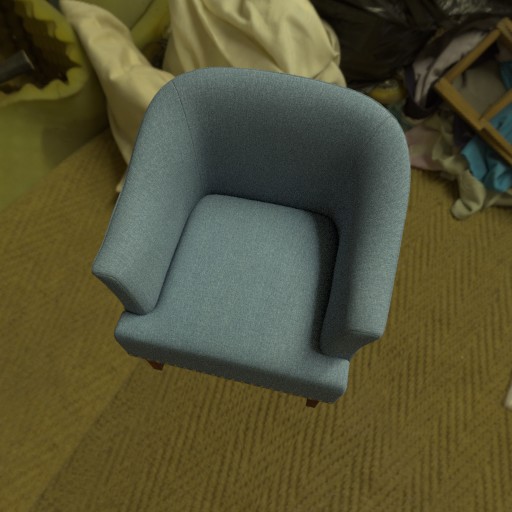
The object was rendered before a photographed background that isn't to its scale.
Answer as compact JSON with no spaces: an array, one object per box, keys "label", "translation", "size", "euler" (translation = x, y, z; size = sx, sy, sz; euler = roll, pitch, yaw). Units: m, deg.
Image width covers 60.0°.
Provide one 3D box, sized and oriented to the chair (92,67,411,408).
[{"label":"chair","translation":[0.000,0.000,1.383],"size":[0.772,0.815,0.704],"euler":[12,60,7]}]
